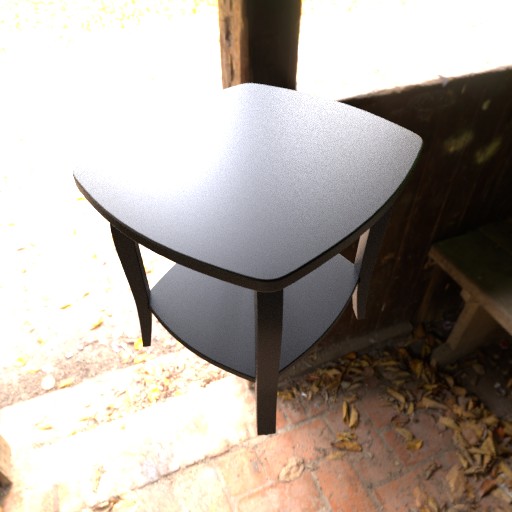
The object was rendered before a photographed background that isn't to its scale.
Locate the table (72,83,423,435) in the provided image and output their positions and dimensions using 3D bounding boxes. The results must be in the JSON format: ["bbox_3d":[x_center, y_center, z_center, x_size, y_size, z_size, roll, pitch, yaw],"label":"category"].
[{"bbox_3d":[0.000,0.000,0.874,0.457,0.457,0.508,28,50,27],"label":"table"}]
